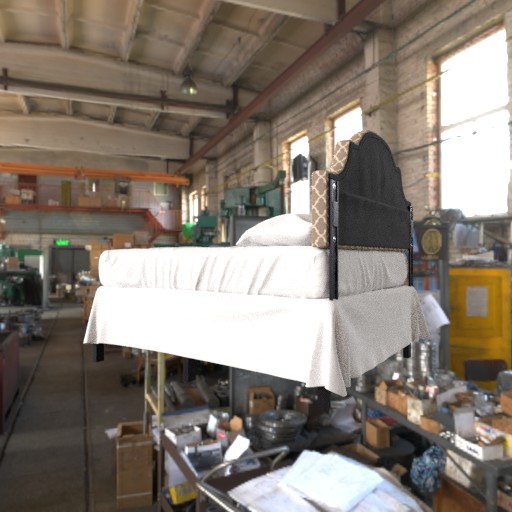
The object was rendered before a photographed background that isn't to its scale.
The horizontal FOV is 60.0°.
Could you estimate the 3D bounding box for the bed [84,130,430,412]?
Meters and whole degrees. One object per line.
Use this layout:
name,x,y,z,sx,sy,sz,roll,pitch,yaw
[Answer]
bed,0.000,0.000,3.494,2.222,1.633,1.780,0,0,35
